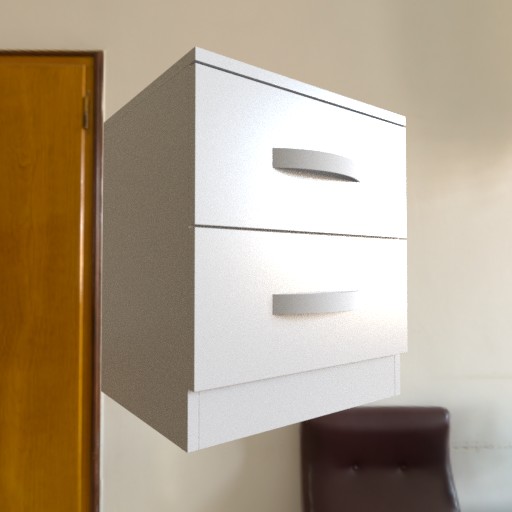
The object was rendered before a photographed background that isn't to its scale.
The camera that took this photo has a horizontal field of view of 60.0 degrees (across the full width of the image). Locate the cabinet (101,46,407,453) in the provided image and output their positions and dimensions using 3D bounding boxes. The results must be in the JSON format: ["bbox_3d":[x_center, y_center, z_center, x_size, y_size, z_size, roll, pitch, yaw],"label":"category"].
[{"bbox_3d":[0.000,0.000,0.746,0.400,0.470,0.360,1,-2,-36],"label":"cabinet"}]
